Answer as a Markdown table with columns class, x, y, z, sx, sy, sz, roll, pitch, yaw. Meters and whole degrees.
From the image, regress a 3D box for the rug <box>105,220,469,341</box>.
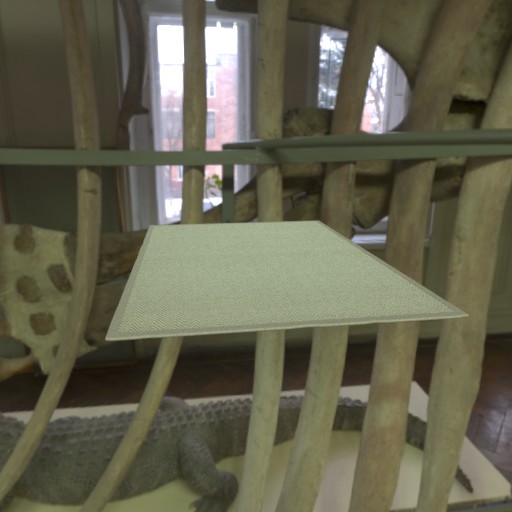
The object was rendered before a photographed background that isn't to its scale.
| class | x | y | z | sx | sy | sz | roll | pitch | yaw |
| --- | --- | --- | --- | --- | --- | --- | --- | --- | --- |
| rug | 0.000 | 0.000 | 2.916 | 1.540 | 0.021 | 2.290 | -2 | 15 | -8 |
